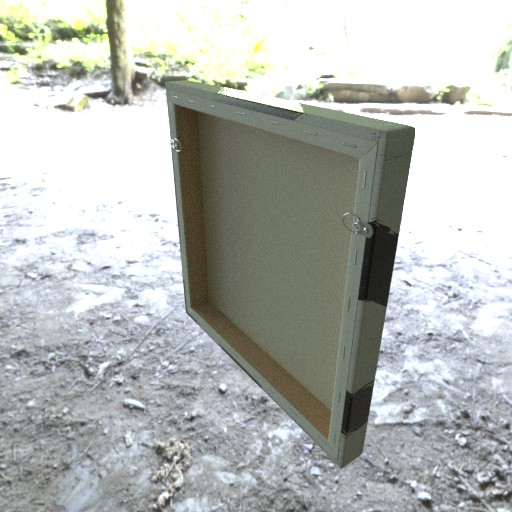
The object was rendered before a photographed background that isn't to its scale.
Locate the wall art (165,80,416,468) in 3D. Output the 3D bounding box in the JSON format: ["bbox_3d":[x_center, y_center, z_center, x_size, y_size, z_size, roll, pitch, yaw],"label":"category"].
[{"bbox_3d":[0.000,0.000,0.748,0.050,0.508,0.507,-19,33,-31],"label":"wall art"}]
